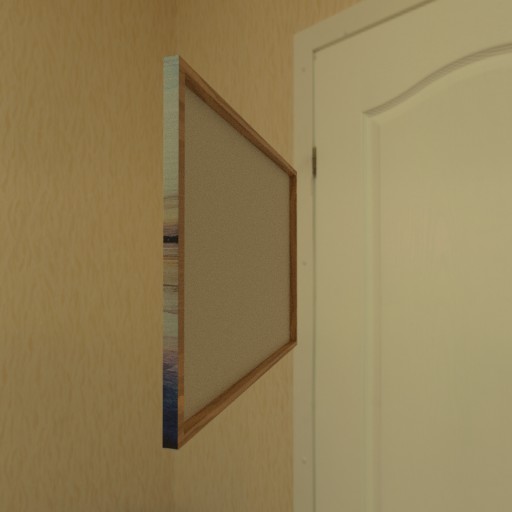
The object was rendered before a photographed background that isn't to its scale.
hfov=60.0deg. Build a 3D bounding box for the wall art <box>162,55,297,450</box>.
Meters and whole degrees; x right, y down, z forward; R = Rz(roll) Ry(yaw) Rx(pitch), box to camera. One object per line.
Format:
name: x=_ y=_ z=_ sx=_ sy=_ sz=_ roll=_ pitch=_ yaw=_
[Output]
wall art: x=0.000 y=0.000 z=0.741 sx=0.018 sy=0.402 sz=0.604 roll=0 pitch=-1 yaw=17
